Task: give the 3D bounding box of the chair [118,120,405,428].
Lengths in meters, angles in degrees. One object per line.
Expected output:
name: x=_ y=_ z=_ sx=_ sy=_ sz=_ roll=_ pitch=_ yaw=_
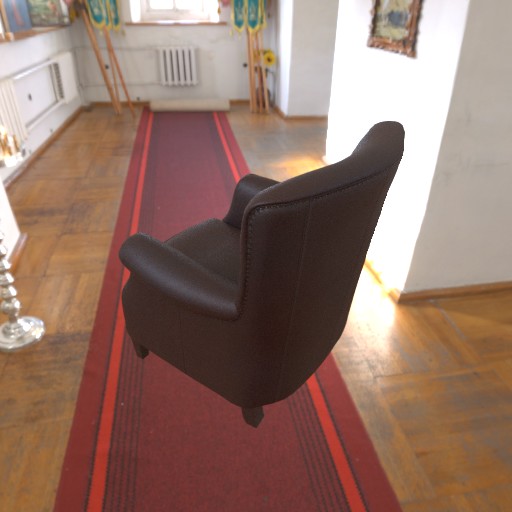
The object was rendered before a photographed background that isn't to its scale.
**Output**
chair: x=0.000 y=0.000 z=1.374 sx=0.746 sy=0.800 sz=0.700 roll=21 pitch=38 yaw=29
